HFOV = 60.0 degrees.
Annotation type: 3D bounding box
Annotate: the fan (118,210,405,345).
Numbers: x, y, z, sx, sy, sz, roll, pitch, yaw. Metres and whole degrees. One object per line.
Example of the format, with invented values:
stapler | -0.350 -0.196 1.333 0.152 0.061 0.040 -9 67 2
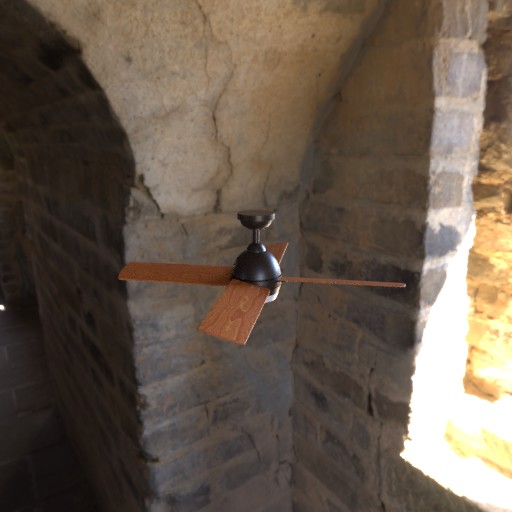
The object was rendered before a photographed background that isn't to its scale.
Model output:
fan | 0.000 0.000 2.045 1.332 0.403 1.332 3 15 10
